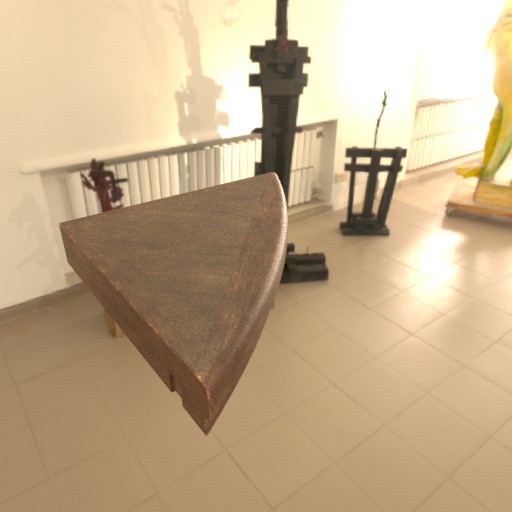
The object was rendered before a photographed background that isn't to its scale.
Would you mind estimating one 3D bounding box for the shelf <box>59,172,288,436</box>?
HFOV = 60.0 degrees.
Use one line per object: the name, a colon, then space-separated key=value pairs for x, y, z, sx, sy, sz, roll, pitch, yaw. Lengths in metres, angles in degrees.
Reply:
shelf: x=0.000 y=0.000 z=0.471 sx=0.310 sy=0.050 sz=0.310 roll=-20 pitch=34 yaw=-32
